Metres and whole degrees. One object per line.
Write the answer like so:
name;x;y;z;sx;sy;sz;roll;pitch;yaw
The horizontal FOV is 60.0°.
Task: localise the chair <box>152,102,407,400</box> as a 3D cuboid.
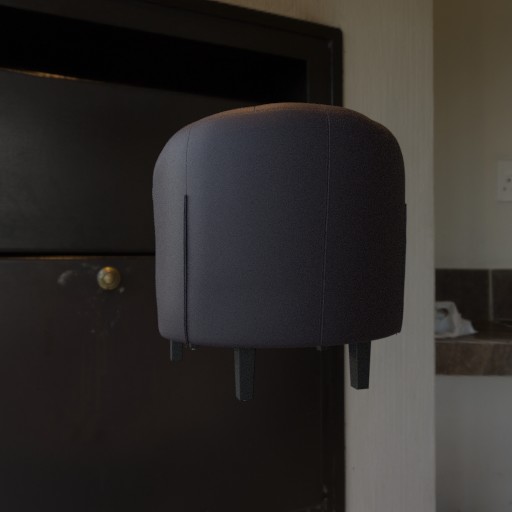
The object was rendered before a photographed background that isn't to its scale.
chair;0.000;0.000;1.642;0.763;0.760;1.191;0;0;-17
